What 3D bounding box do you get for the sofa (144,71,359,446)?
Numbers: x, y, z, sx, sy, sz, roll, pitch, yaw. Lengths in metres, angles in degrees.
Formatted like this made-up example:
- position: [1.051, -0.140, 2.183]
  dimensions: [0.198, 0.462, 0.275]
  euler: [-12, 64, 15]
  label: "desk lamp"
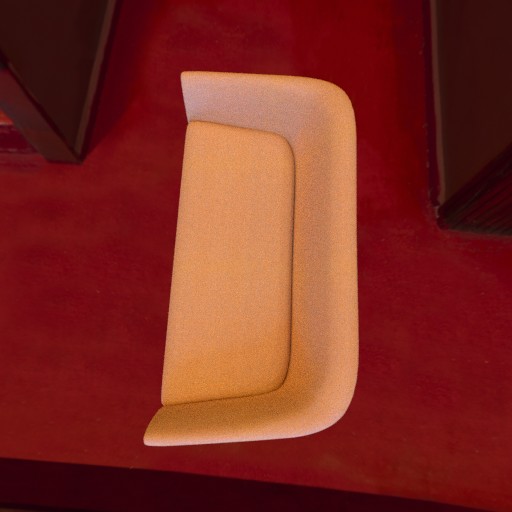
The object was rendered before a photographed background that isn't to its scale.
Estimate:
- position: [0.000, 0.000, 1.865]
  dimensions: [0.705, 0.721, 1.452]
  euler: [3, 76, 1]
  label: "sofa"
